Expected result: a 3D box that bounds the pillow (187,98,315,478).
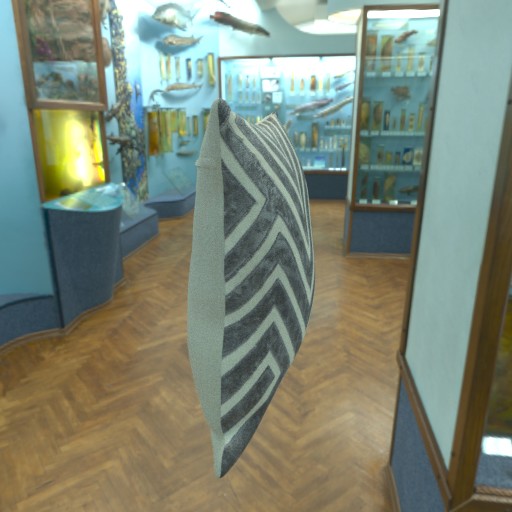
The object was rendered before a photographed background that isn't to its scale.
[{"bbox_3d":[0.000,0.000,0.680,0.182,0.441,0.440,3,17,9],"label":"pillow"}]
